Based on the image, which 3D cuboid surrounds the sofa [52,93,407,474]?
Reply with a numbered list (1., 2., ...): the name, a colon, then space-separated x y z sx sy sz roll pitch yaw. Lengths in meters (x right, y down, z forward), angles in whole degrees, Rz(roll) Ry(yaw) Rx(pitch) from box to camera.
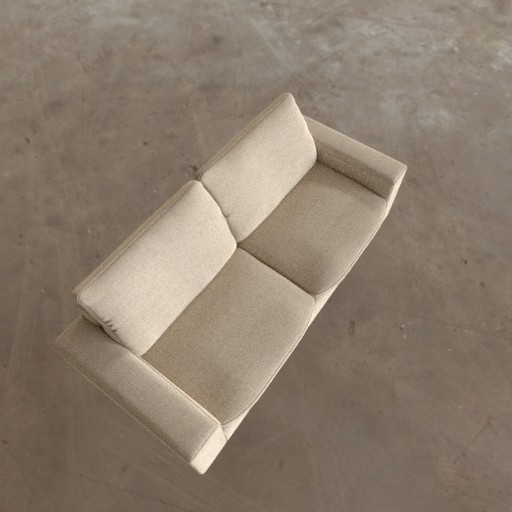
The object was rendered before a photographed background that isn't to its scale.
1. sofa: 0.000 0.000 2.770 1.040 0.922 2.299 32 63 18
